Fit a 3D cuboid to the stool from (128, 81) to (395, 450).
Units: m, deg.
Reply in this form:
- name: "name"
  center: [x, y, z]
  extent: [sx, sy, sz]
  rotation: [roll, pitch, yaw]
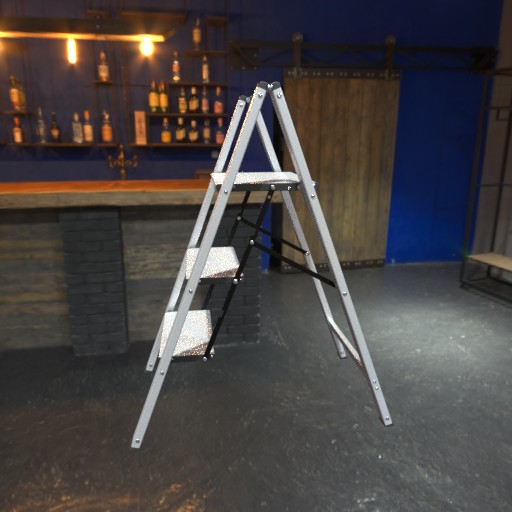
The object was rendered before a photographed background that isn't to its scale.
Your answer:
- name: "stool"
  center: [0.000, 0.000, 1.285]
  extent: [0.730, 0.902, 0.441]
  rotation: [-2, 16, -8]
